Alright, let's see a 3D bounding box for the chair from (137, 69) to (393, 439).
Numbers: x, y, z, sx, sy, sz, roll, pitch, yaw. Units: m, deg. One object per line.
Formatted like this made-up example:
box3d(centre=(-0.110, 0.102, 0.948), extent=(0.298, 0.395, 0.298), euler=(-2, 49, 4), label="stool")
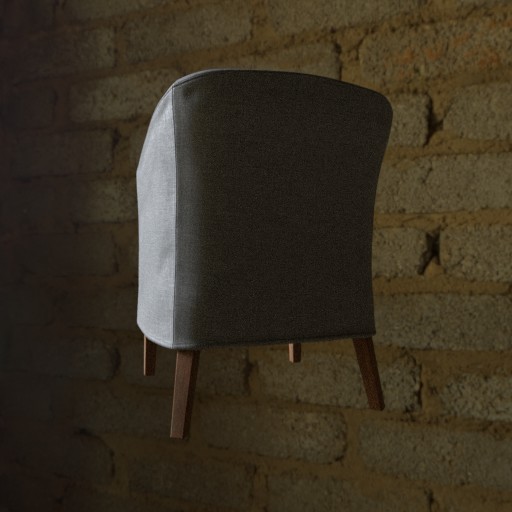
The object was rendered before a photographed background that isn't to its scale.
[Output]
box3d(centre=(0.000, 0.000, 1.237), extent=(0.600, 0.771, 0.668), euler=(0, 0, -20), label="chair")
